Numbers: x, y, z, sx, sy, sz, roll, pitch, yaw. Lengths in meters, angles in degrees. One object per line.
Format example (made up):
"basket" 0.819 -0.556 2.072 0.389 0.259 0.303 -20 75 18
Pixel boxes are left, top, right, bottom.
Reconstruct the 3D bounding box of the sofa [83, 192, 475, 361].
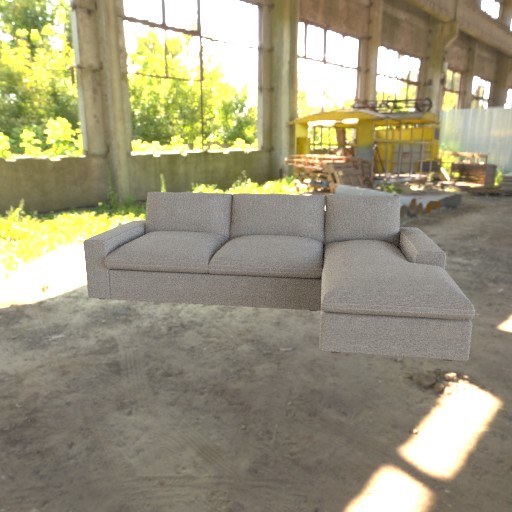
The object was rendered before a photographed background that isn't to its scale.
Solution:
"sofa" 0.000 0.000 3.423 2.718 0.813 1.689 2 14 9
